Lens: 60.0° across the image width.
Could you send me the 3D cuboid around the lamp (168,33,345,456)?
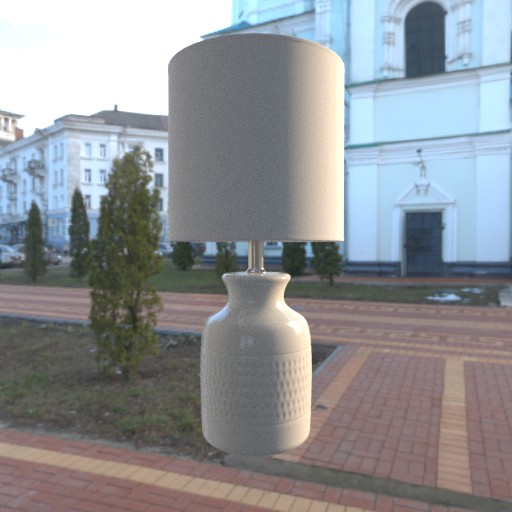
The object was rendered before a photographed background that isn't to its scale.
[{"bbox_3d":[0.000,0.000,0.484,0.188,0.392,0.188,1,2,37],"label":"lamp"}]
